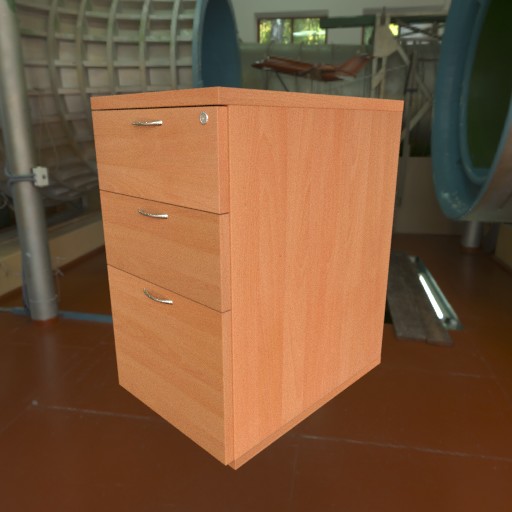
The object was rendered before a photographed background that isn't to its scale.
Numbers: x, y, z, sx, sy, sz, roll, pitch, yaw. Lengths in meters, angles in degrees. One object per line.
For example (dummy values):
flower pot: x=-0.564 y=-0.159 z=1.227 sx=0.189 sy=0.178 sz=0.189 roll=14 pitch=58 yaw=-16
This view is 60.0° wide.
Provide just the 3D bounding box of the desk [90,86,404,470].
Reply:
desk: x=0.000 y=0.000 z=1.092 sx=0.404 sy=0.730 sz=0.600 roll=16 pitch=23 yaw=42
